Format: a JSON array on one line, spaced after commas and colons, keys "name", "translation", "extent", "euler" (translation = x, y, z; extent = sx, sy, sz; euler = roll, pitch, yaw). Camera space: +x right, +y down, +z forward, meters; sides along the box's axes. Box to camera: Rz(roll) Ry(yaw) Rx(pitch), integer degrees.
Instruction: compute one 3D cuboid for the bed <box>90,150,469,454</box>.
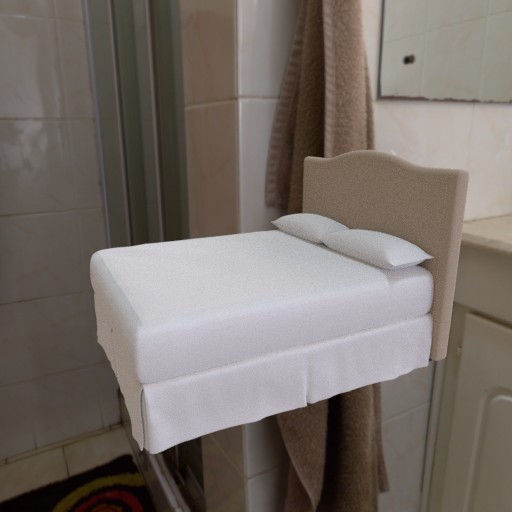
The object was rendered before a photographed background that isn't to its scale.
[{"name": "bed", "translation": [0.000, 0.000, 3.078], "extent": [2.052, 1.398, 1.678], "euler": [-8, 17, -26]}]
